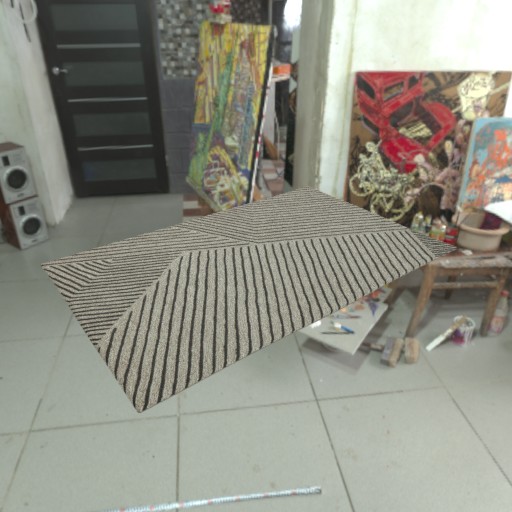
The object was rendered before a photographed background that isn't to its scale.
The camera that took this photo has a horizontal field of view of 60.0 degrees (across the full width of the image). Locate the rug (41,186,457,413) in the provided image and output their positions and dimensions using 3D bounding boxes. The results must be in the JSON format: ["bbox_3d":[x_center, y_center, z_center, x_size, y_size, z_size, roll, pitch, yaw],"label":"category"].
[{"bbox_3d":[0.000,0.000,3.020,2.406,0.023,1.539,-20,35,-32],"label":"rug"}]
